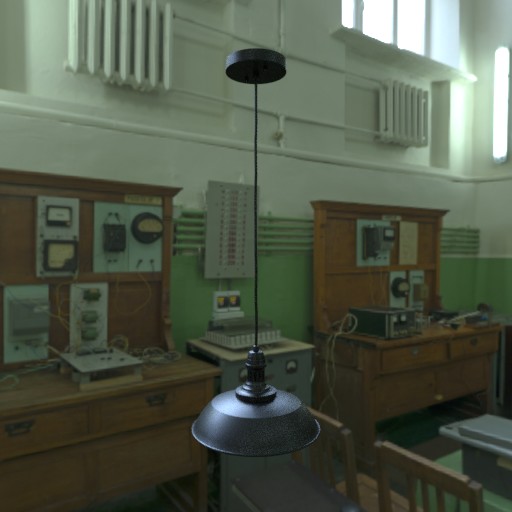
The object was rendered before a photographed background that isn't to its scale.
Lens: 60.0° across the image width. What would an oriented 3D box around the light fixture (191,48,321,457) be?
[{"bbox_3d":[0.000,0.000,1.142,0.331,0.993,0.331,-1,1,-35],"label":"light fixture"}]
